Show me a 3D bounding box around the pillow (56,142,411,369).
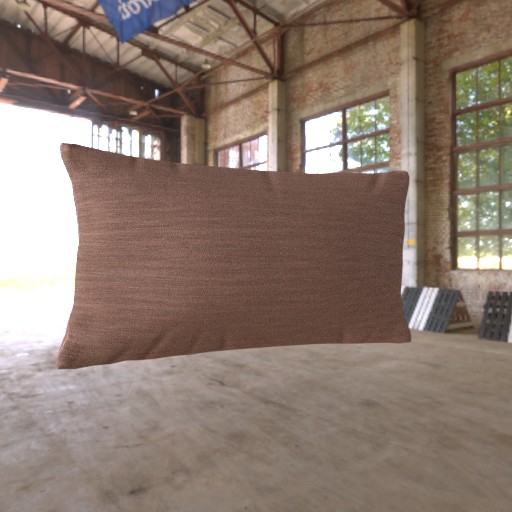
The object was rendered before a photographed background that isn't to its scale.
[{"bbox_3d":[0.000,0.000,0.771,0.633,0.338,0.210,0,0,-20],"label":"pillow"}]
